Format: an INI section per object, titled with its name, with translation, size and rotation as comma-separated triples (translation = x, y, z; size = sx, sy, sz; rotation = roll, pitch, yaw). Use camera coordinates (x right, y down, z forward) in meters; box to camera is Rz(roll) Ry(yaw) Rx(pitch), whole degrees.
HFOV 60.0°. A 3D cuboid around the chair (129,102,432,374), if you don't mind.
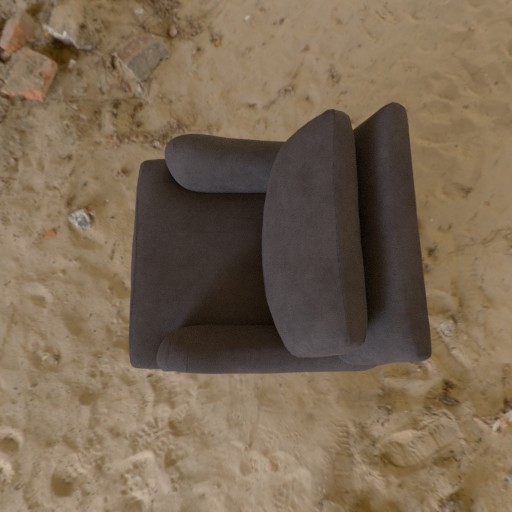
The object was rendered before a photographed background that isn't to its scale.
[chair]
translation = 0.000, 0.000, 1.867
size = 1.070, 0.997, 0.955
rotation = -1, 76, 0
